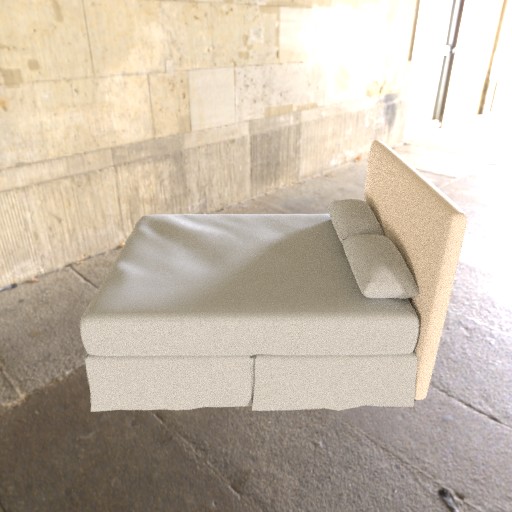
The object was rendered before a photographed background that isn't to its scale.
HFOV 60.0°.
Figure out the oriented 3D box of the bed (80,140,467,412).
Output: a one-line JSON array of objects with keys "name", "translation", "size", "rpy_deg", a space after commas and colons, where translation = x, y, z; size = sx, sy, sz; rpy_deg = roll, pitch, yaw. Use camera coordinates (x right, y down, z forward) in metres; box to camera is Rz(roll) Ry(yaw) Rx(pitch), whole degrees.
[{"name": "bed", "translation": [0.000, 0.000, 3.234], "size": [2.142, 1.330, 1.748], "rpy_deg": [0, 27, 0]}]
